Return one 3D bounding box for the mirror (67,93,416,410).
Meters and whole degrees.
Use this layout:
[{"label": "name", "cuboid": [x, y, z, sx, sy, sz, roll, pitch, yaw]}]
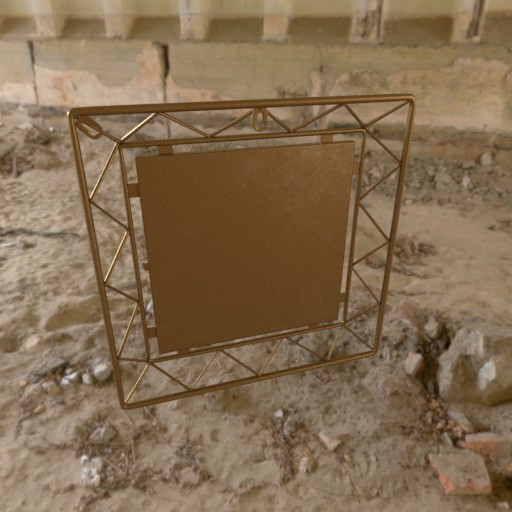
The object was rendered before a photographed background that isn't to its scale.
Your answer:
[{"label": "mirror", "cuboid": [0.000, 0.000, 0.610, 0.416, 0.414, 0.046, -8, 28, -16]}]
